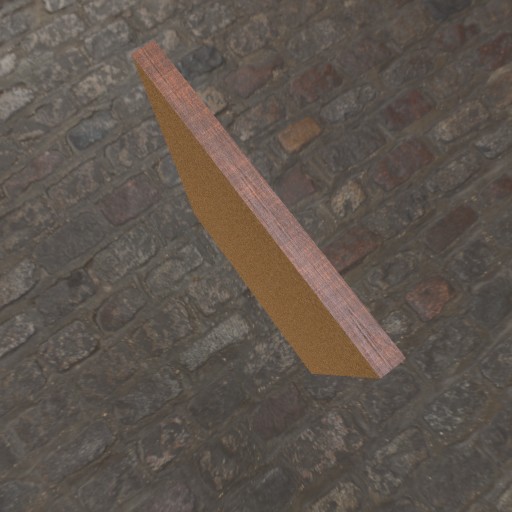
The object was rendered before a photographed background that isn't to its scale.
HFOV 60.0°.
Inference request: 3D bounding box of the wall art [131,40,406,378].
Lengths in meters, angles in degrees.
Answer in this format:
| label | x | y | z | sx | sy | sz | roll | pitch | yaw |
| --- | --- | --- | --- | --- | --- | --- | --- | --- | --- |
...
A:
| label | x | y | z | sx | sy | sz | roll | pitch | yaw |
| --- | --- | --- | --- | --- | --- | --- | --- | --- | --- |
| wall art | 0.000 | 0.000 | 0.765 | 0.033 | 0.567 | 0.467 | -35 | 78 | -8 |
